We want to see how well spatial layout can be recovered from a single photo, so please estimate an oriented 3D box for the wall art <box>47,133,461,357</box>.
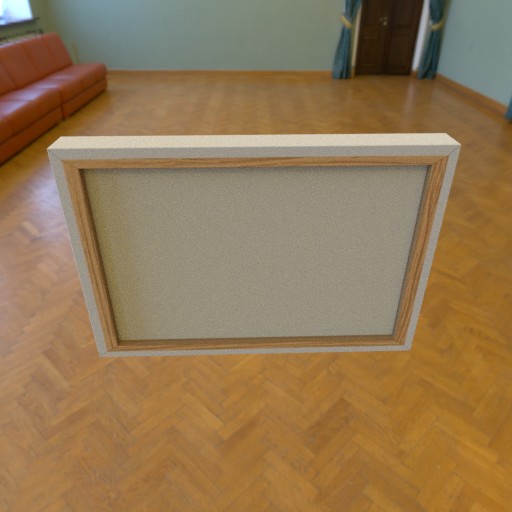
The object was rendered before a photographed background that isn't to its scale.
[{"bbox_3d":[0.000,0.000,0.491,0.381,0.259,0.038,-1,32,-1],"label":"wall art"}]
